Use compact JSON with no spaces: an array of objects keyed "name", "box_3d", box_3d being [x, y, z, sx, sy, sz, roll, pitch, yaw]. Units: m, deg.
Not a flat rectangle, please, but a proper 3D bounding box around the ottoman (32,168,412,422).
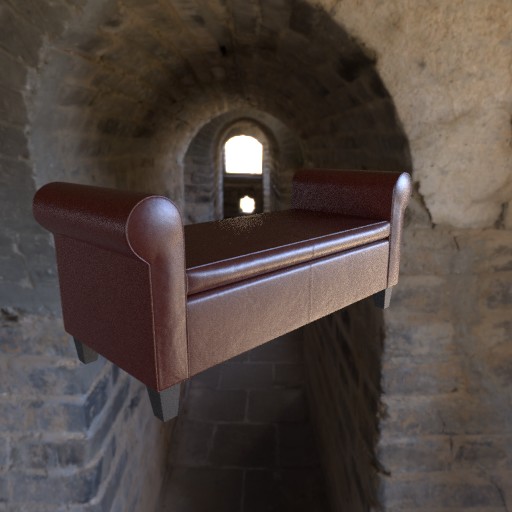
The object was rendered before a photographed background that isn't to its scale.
[{"name":"ottoman","box_3d":[0.000,0.000,1.536,0.521,0.547,1.256,13,19,43]}]
